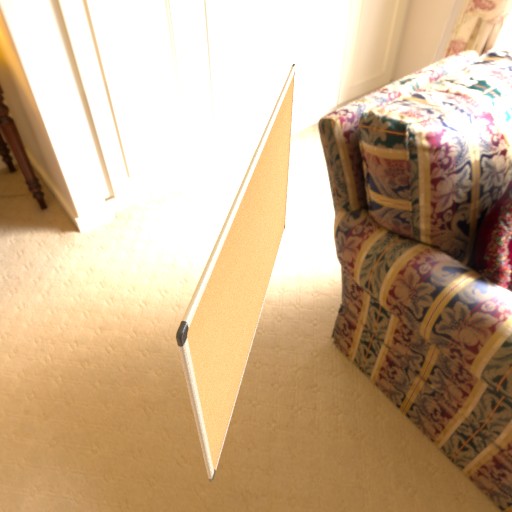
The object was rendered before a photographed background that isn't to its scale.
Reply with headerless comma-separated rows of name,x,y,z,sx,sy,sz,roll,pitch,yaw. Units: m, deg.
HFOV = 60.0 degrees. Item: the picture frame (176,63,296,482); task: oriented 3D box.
picture frame,0.000,0.000,1.110,0.010,0.600,0.900,10,47,9
